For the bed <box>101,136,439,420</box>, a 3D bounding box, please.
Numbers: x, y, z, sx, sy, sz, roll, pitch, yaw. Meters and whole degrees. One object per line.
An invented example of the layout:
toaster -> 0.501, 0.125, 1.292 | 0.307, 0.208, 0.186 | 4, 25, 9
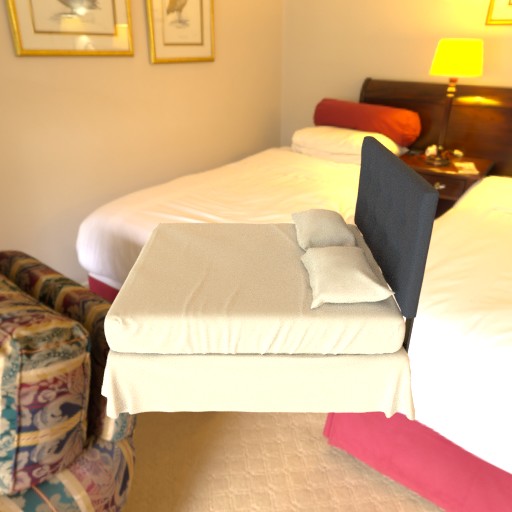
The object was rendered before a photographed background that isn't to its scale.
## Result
bed -> 0.000, 0.000, 3.513 | 2.222, 1.577, 1.936 | 0, 26, 0
